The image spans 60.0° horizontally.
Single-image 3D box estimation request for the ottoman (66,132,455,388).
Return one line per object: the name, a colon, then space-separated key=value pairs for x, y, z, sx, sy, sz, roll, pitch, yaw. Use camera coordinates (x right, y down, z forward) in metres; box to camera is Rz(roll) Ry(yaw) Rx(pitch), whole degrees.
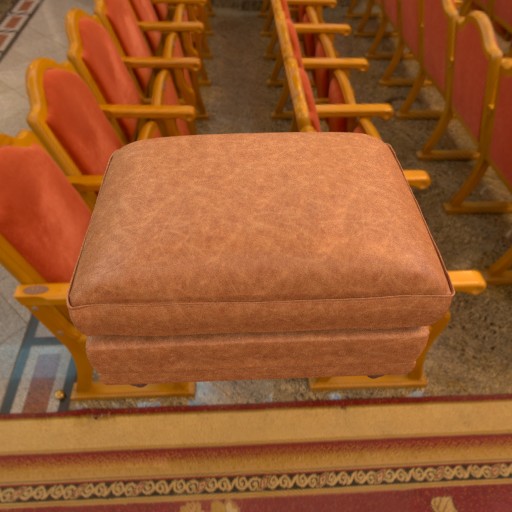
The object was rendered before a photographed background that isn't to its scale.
ottoman: x=0.000 y=0.000 z=1.072 sx=0.710 sy=0.480 sz=0.533 roll=-2 pitch=47 yaw=-2
